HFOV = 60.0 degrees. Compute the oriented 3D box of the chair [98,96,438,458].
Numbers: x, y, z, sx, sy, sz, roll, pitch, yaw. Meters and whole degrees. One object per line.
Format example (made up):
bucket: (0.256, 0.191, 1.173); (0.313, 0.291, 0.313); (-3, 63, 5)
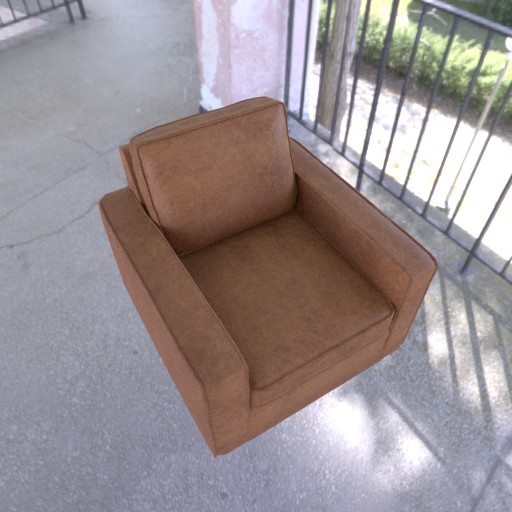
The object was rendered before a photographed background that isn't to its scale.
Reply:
chair: (0.000, 0.000, 1.774); (0.987, 0.901, 1.027); (-27, 53, -22)
